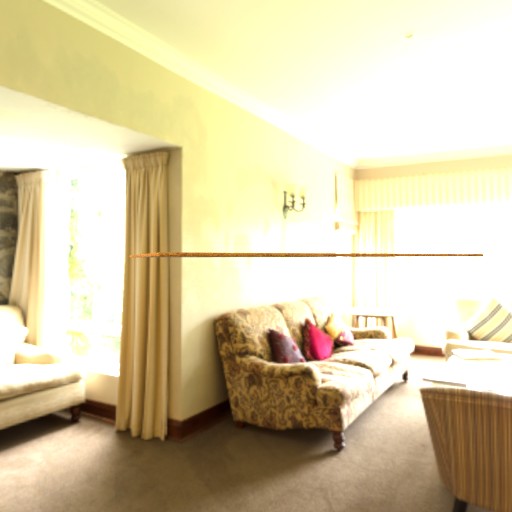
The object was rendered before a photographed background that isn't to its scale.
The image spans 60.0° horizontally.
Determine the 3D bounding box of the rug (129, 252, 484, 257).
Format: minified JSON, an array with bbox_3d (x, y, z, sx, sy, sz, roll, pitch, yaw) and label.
[{"bbox_3d":[0.000,0.000,2.960,1.528,0.014,2.292,0,0,-19],"label":"rug"}]
